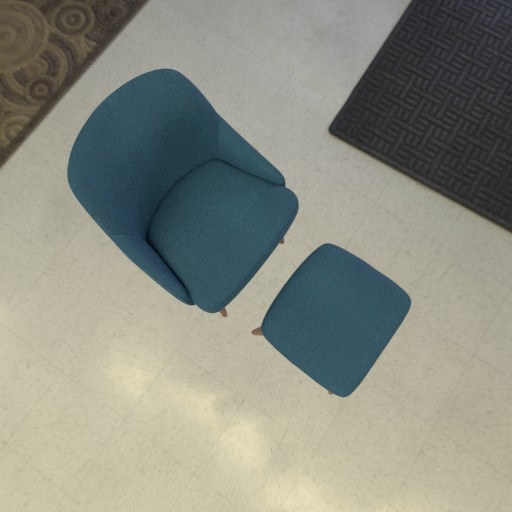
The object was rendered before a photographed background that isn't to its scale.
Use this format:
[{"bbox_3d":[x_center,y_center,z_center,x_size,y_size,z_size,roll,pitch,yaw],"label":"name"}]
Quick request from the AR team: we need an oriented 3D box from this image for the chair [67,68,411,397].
[{"bbox_3d":[0.000,0.000,1.588,1.114,0.866,0.584,37,79,9],"label":"chair"}]
